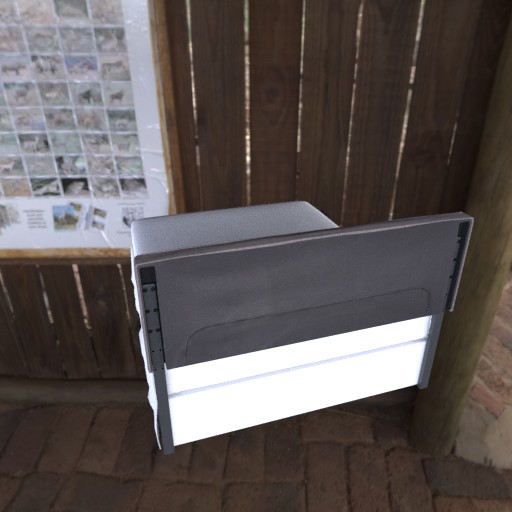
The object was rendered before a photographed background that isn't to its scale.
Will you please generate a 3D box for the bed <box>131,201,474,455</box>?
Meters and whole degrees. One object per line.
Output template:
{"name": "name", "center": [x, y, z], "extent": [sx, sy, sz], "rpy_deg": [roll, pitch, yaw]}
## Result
{"name": "bed", "center": [0.000, 0.000, 2.922], "extent": [1.610, 1.089, 1.894], "rpy_deg": [-8, 28, -16]}
